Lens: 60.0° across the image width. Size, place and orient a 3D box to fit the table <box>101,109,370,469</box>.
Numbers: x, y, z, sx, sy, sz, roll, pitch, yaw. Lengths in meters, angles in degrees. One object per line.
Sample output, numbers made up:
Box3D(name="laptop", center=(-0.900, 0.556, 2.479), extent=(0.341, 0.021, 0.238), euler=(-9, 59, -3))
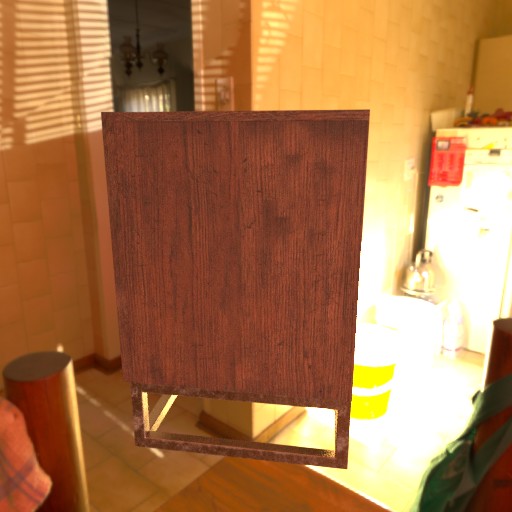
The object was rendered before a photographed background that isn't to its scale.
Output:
Box3D(name="table", center=(0.000, 0.000, 1.272), extent=(0.542, 0.746, 0.767), euler=(2, 15, 9))
